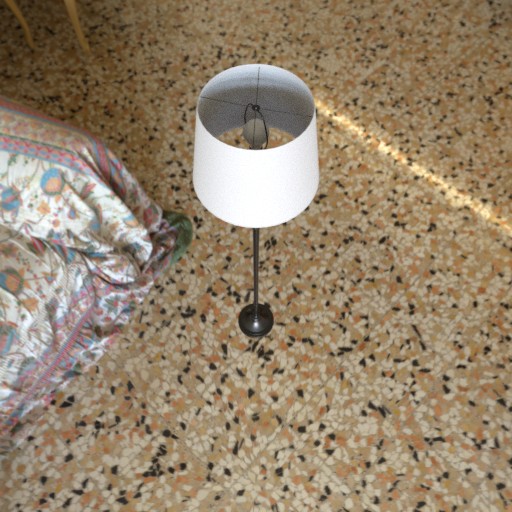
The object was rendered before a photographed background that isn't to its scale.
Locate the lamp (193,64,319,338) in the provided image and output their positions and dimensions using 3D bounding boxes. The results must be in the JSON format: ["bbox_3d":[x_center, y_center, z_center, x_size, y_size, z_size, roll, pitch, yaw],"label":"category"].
[{"bbox_3d":[0.000,0.000,1.807,0.379,1.623,0.379,0,63,0],"label":"lamp"}]
